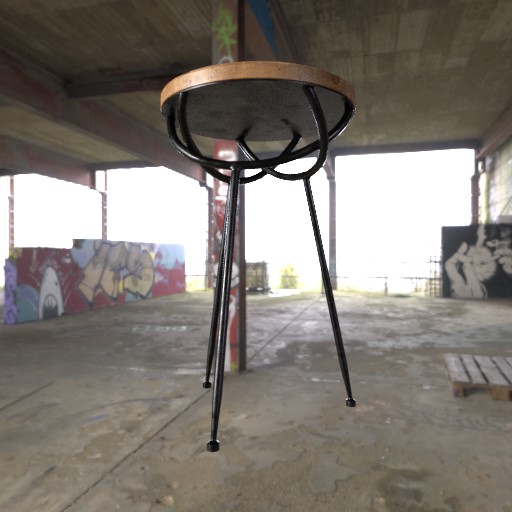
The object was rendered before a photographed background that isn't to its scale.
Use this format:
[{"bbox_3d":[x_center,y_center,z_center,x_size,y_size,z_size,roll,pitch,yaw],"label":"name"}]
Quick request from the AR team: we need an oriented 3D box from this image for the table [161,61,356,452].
[{"bbox_3d":[0.000,0.000,0.952,0.414,0.664,0.418,0,0,35],"label":"table"}]
